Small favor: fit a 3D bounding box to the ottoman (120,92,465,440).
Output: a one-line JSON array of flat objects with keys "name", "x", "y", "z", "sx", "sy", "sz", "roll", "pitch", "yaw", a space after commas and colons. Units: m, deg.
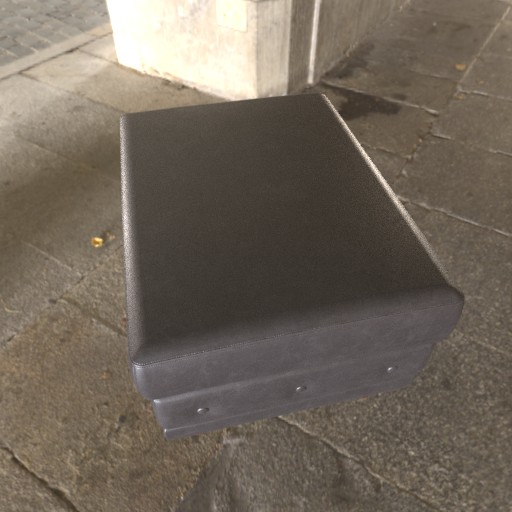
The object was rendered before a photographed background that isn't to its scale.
[{"name": "ottoman", "x": 0.000, "y": 0.000, "z": 1.137, "sx": 0.590, "sy": 0.498, "sz": 0.795, "roll": -10, "pitch": 48, "yaw": -9}]
